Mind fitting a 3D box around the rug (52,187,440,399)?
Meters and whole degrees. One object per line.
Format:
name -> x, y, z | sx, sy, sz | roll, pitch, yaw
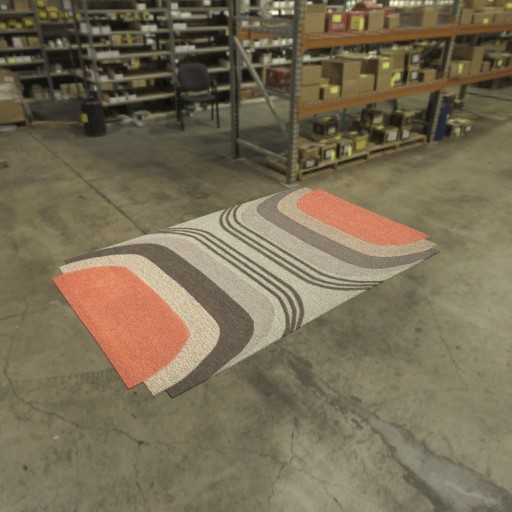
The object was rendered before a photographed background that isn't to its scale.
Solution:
rug -> 0.000, 0.000, 3.120 | 2.446, 0.017, 1.530 | -22, 37, -32
